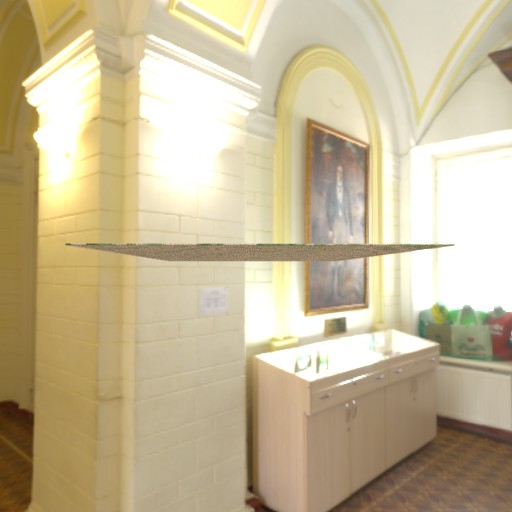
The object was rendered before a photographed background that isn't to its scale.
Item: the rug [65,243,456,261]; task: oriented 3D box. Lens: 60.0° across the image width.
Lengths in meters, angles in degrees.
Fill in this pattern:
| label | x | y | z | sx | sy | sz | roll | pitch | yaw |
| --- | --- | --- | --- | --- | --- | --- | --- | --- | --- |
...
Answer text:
| label | x | y | z | sx | sy | sz | roll | pitch | yaw |
| --- | --- | --- | --- | --- | --- | --- | --- | --- | --- |
| rug | 0.000 | 0.000 | 2.289 | 1.220 | 0.006 | 1.826 | 0 | -2 | -1 |
